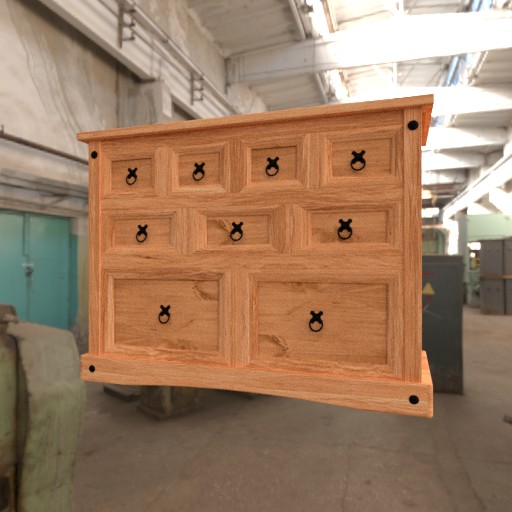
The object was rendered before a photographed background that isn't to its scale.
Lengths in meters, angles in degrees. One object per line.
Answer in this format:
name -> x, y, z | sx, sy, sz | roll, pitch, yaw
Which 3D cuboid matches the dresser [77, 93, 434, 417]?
dresser -> 0.000, 0.000, 1.354 | 0.990, 0.740, 0.410 | 0, 0, 19
